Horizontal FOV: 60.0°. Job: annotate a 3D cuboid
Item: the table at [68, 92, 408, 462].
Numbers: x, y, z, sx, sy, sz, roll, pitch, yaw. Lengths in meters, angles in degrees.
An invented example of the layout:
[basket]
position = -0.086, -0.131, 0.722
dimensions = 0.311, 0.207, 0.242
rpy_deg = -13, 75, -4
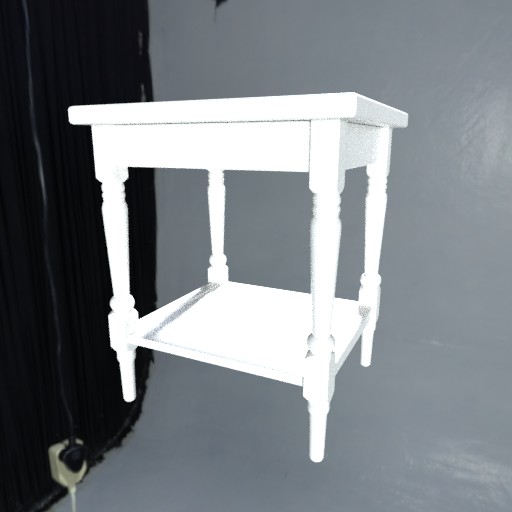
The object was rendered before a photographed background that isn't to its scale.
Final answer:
[table]
position = 0.000, 0.000, 0.901
dimensions = 0.488, 0.565, 0.442
rpy_deg = 7, 16, 25
